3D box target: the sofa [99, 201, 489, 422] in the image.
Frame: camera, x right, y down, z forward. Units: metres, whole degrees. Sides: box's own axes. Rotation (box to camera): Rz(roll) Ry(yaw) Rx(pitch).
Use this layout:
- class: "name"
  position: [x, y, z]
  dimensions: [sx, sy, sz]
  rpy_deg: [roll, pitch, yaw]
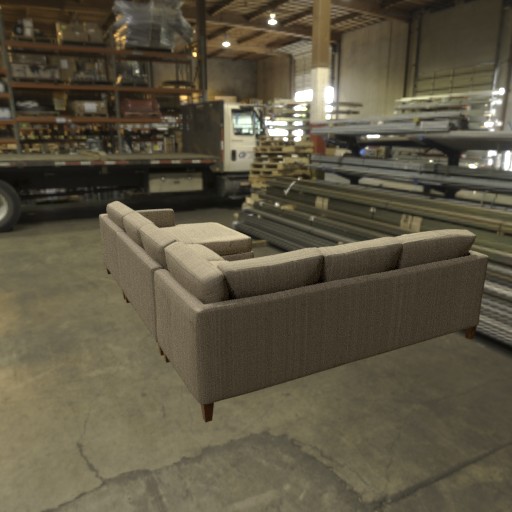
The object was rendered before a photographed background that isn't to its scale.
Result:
- class: "sofa"
  position: [0.000, 0.000, 4.595]
  dimensions: [2.594, 0.961, 3.460]
  rpy_deg: [-8, 18, -27]
